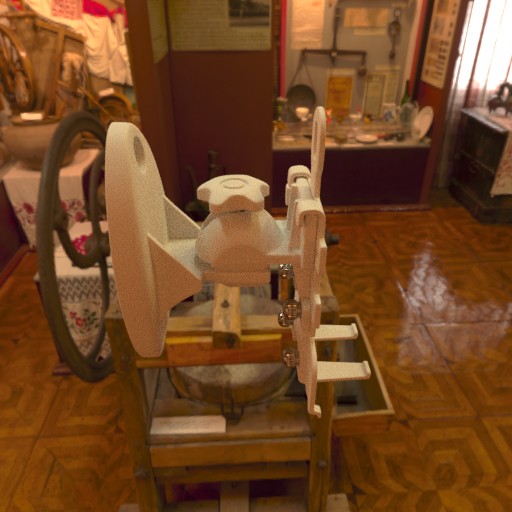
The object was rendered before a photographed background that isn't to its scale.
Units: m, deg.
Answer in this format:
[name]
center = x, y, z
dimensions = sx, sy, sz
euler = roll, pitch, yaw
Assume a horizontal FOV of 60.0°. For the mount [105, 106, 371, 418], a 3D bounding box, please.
[mount]
center = 0.000, 0.000, 0.181
dimensions = 0.100, 0.118, 0.066
euler = -1, 31, -1
